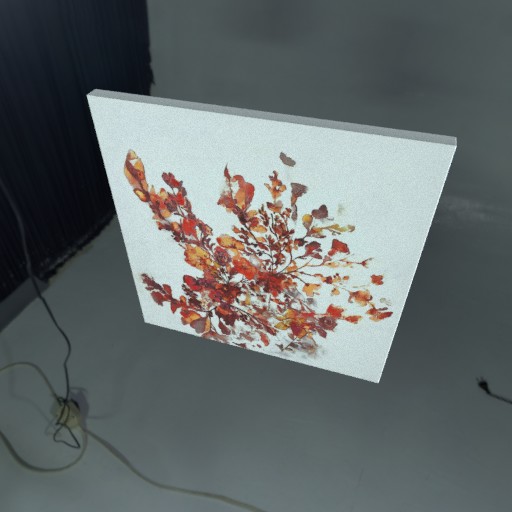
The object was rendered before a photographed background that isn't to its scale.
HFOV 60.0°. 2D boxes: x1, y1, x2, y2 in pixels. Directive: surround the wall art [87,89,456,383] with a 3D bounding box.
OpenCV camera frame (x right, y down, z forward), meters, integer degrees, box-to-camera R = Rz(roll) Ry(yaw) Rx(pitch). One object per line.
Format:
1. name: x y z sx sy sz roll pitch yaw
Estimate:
1. wall art: 0.000 0.000 1.512 1.009 1.009 0.049 12 43 13
